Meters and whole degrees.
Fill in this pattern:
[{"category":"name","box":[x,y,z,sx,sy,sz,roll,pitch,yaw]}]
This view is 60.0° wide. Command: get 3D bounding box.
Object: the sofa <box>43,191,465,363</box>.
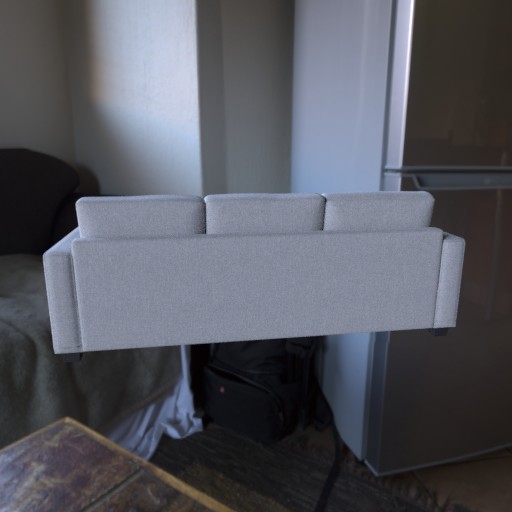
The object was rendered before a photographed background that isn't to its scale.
[{"category":"sofa","box":[0.000,0.000,2.629,2.120,0.800,0.900,-2,14,-9]}]
